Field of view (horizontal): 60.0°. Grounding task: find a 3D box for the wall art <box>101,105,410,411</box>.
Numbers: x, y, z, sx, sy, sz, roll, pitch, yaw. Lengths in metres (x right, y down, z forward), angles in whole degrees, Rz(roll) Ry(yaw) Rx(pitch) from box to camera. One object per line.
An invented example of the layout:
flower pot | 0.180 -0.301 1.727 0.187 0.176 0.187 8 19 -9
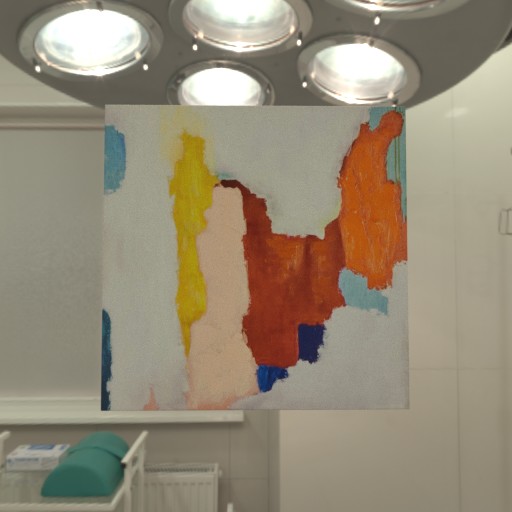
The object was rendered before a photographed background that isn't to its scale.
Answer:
wall art | 0.000 0.000 1.200 0.814 0.814 0.037 0 -2 -1
